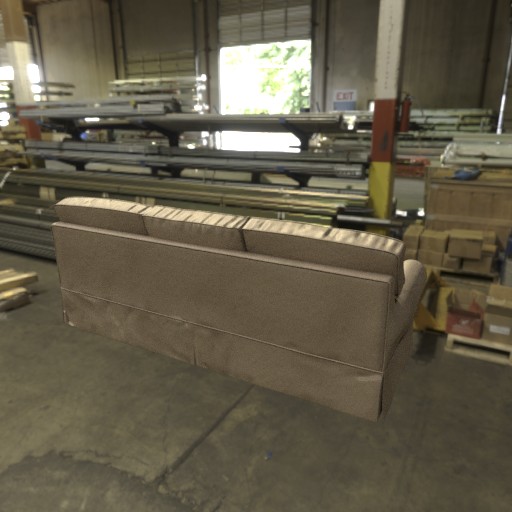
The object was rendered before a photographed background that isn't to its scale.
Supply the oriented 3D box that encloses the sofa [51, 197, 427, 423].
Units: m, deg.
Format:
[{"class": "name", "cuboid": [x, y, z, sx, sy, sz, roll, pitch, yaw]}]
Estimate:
[{"class": "sofa", "cuboid": [0.000, 0.000, 3.388, 2.475, 0.978, 1.733, 9, 20, 27]}]
